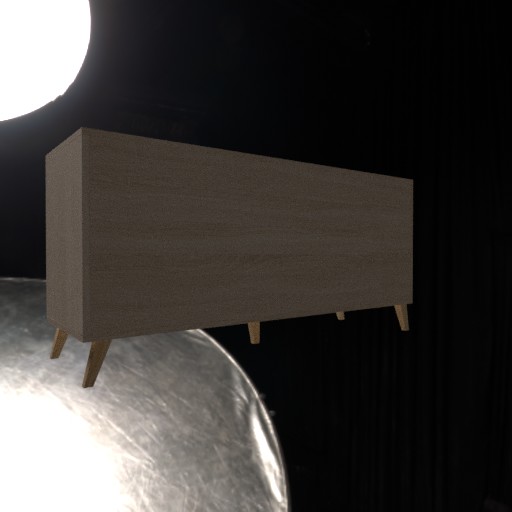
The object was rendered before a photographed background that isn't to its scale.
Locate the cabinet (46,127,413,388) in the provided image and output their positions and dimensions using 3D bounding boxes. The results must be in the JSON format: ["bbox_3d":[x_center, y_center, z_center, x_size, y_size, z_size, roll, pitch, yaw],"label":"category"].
[{"bbox_3d":[0.000,0.000,2.005,1.649,0.780,0.500,-1,1,-37],"label":"cabinet"}]
